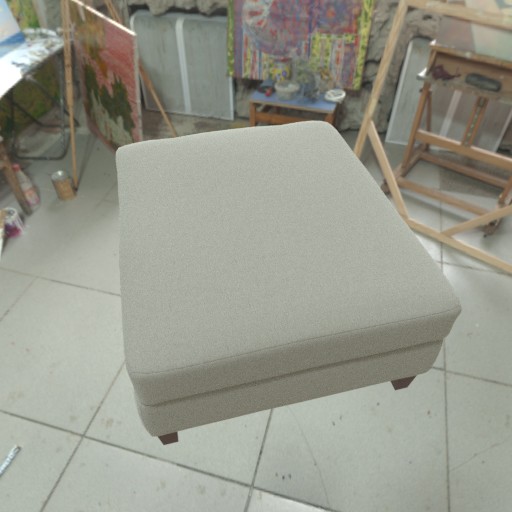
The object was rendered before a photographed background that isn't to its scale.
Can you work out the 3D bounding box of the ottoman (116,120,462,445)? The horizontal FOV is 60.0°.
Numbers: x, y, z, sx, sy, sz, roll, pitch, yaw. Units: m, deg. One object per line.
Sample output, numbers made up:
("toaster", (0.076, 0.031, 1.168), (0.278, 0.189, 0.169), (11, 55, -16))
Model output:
("ottoman", (0.000, 0.000, 1.470), (0.836, 0.492, 0.976), (-10, 46, -10))
